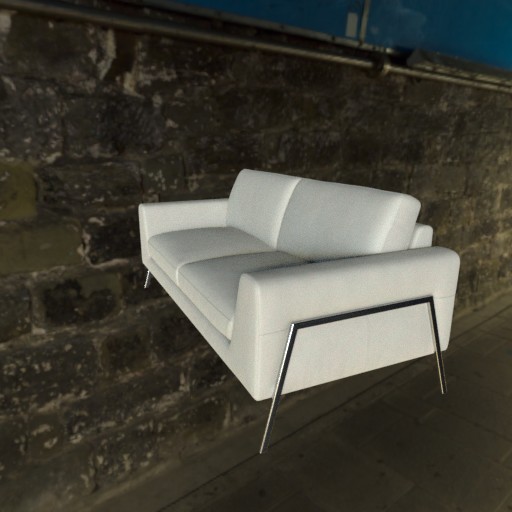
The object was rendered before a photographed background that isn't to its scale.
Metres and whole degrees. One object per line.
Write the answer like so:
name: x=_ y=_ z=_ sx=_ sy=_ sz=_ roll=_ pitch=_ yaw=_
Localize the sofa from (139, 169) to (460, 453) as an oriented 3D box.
sofa: x=0.000 y=0.000 z=2.548 sx=0.953 sy=0.875 sz=2.017 roll=-7 pitch=17 yaw=-24
